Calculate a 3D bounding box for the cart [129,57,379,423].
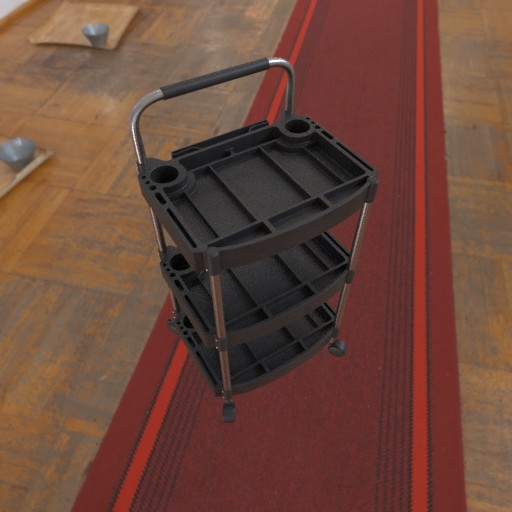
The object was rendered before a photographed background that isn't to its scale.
[{"bbox_3d":[0.000,0.000,1.452,0.584,1.075,0.518,-25,53,-20],"label":"cart"}]
